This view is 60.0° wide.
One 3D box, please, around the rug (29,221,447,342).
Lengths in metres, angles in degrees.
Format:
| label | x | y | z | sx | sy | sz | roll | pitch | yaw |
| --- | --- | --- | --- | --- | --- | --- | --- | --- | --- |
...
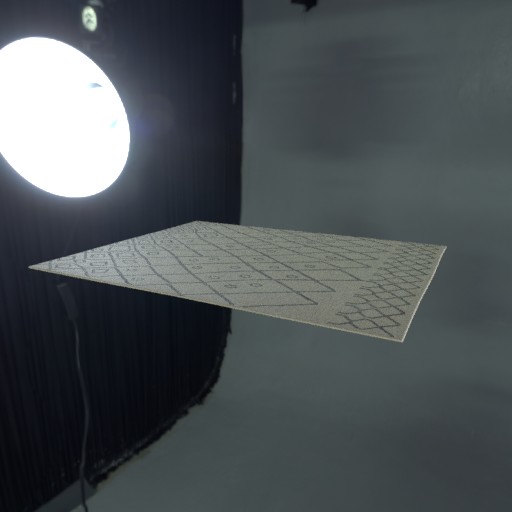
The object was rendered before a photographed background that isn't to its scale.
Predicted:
| label | x | y | z | sx | sy | sz | roll | pitch | yaw |
| --- | --- | --- | --- | --- | --- | --- | --- | --- | --- |
| rug | 0.000 | 0.000 | 4.085 | 3.046 | 0.015 | 2.446 | 8 | 17 | 27 |
